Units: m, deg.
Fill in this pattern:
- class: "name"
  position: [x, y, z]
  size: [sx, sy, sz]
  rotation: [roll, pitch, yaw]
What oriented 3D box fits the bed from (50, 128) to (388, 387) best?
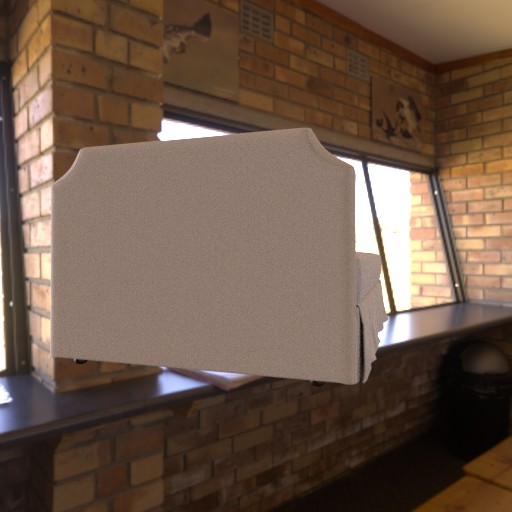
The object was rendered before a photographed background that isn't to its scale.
- class: "bed"
  position: [0.000, 0.000, 3.569]
  size: [1.977, 1.293, 2.498]
  rotation: [0, 0, 18]
